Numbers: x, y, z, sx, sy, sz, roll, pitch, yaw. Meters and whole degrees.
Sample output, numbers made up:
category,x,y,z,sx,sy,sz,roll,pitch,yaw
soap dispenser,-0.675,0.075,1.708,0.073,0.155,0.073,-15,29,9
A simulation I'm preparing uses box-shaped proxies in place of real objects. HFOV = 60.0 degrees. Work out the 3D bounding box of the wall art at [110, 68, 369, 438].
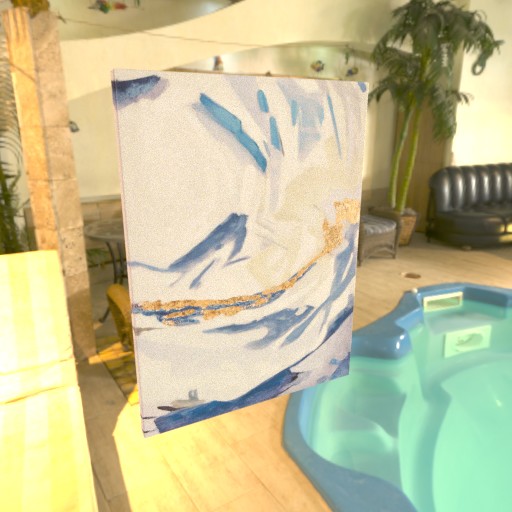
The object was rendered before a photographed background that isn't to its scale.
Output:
category,x,y,z,sx,sy,sz,roll,pitch,yaw
wall art,0.000,0.000,1.347,0.761,1.015,0.038,-8,19,-26
